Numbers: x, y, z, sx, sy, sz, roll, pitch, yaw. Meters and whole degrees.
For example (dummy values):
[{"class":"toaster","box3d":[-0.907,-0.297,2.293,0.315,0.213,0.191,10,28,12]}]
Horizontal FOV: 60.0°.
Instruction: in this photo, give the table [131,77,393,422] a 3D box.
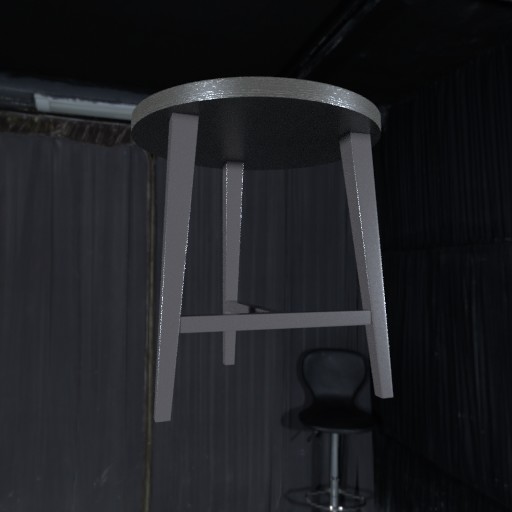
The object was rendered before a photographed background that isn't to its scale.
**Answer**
[{"class":"table","box3d":[0.000,0.000,0.915,0.500,0.531,0.500,0,-2,0]}]
